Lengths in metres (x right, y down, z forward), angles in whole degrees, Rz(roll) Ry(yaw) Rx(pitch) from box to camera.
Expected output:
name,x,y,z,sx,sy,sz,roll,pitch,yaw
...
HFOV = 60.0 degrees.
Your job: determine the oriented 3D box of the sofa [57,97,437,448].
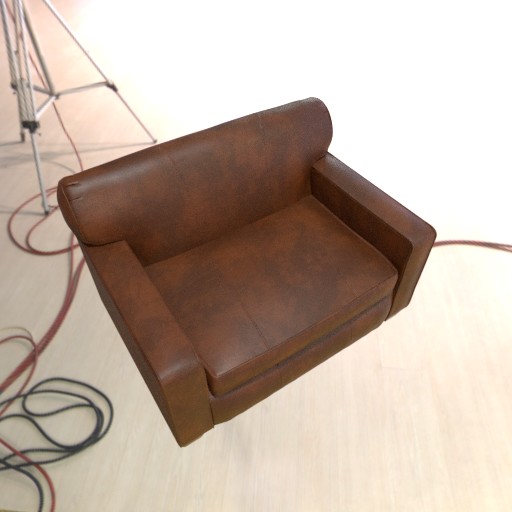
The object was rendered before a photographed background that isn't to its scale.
name,x,y,z,sx,sy,sz,roll,pitch,yaw
sofa,0.000,0.000,2.116,1.413,0.956,1.000,-25,51,-23
